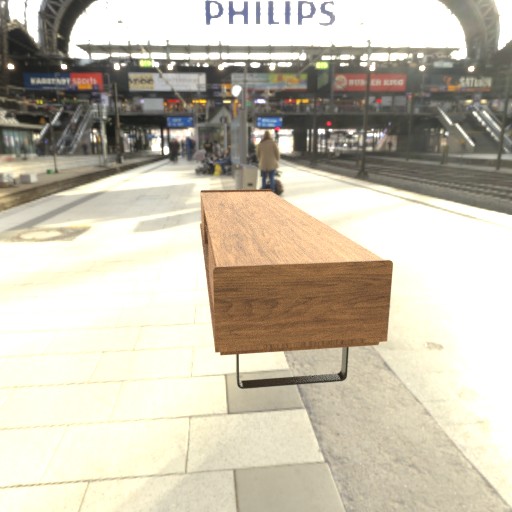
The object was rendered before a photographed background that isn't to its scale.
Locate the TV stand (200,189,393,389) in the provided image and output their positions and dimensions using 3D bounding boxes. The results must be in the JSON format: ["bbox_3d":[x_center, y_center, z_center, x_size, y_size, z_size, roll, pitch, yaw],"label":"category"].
[{"bbox_3d":[0.000,0.000,2.006,0.467,0.415,1.796,-2,14,-8],"label":"TV stand"}]
